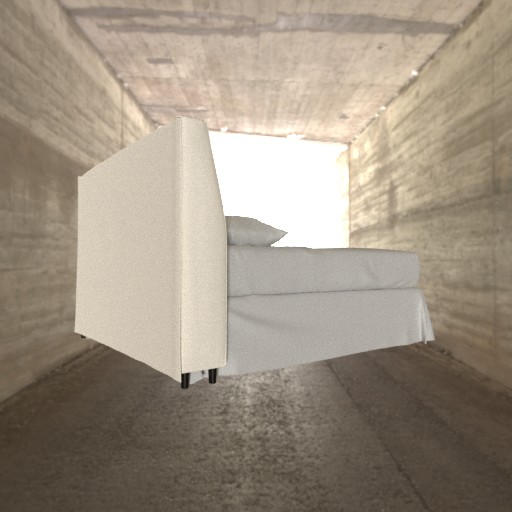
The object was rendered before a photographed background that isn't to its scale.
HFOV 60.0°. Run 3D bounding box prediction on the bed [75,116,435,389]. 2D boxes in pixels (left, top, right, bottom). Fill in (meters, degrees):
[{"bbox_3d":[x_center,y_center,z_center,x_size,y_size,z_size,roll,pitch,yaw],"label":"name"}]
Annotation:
[{"bbox_3d":[0.000,0.000,3.515,2.276,1.332,1.925,1,-1,-36],"label":"bed"}]
